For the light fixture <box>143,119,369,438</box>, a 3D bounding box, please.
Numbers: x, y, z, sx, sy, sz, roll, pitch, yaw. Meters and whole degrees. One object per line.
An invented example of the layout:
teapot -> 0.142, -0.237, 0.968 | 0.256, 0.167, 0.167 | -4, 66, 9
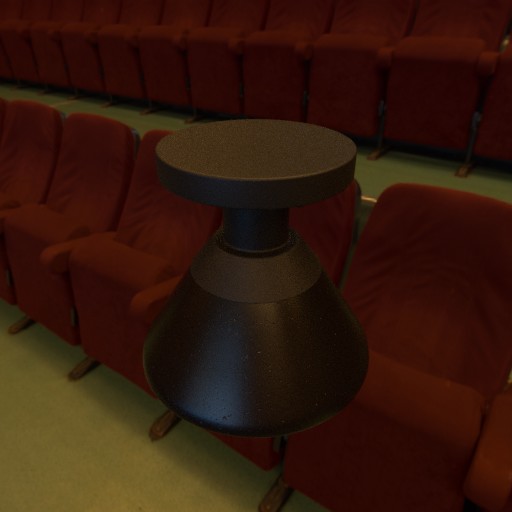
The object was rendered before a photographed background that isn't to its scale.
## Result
light fixture -> 0.000, 0.000, 0.356 | 0.200, 0.183, 0.200 | 0, 31, 0
